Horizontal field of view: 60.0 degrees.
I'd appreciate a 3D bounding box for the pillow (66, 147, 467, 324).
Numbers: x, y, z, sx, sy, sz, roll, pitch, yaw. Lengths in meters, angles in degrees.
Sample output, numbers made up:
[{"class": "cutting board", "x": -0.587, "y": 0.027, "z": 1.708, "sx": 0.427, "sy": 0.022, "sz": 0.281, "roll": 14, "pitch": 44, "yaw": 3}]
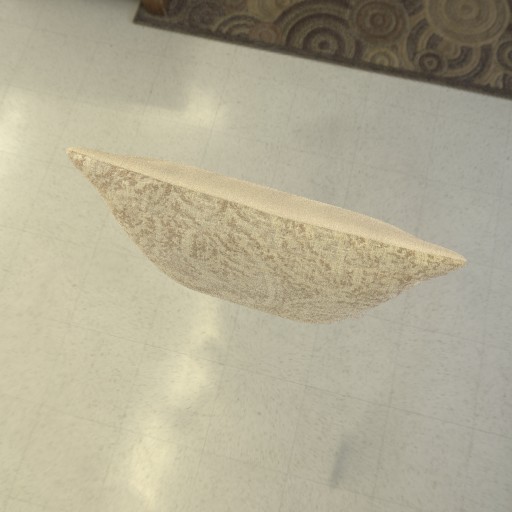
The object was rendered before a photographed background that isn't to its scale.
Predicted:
[{"class": "pillow", "x": 0.000, "y": 0.000, "z": 0.789, "sx": 0.523, "sy": 0.510, "sz": 0.166, "roll": 16, "pitch": 77, "yaw": 4}]
